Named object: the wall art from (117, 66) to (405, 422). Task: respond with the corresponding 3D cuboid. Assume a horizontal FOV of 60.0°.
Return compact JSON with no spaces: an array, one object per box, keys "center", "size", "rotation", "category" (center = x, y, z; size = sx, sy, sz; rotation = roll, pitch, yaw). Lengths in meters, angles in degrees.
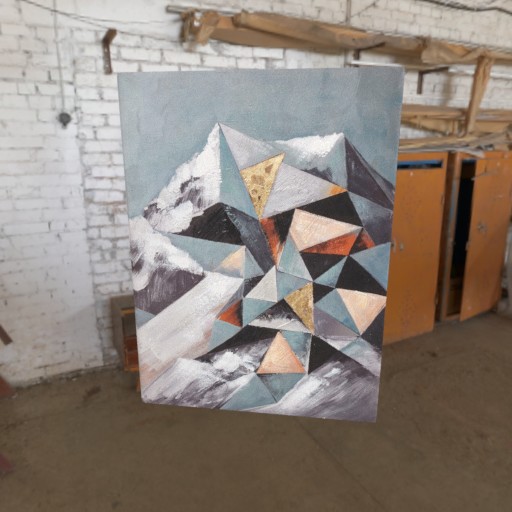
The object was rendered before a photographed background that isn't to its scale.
[{"center":[0.000,0.000,0.789],"size":[0.455,0.613,0.037],"rotation":[2,15,8],"category":"wall art"}]
